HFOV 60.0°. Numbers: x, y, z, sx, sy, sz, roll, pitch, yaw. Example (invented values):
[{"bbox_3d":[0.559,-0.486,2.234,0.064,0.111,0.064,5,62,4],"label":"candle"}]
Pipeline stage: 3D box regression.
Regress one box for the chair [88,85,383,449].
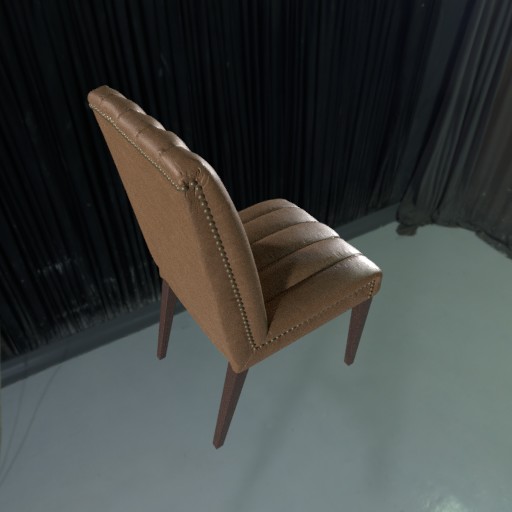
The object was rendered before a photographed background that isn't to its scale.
[{"bbox_3d":[0.000,0.000,1.346,0.647,1.016,0.511,-24,46,-26],"label":"chair"}]
